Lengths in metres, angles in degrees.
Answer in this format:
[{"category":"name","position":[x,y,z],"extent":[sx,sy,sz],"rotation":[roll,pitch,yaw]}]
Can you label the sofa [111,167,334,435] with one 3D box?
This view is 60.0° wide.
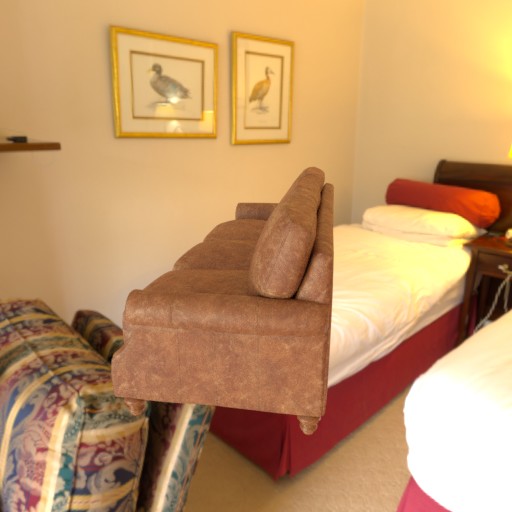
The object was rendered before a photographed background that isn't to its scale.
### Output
[{"category":"sofa","position":[0.000,0.000,2.859],"extent":[0.973,0.977,2.351],"rotation":[3,17,9]}]
